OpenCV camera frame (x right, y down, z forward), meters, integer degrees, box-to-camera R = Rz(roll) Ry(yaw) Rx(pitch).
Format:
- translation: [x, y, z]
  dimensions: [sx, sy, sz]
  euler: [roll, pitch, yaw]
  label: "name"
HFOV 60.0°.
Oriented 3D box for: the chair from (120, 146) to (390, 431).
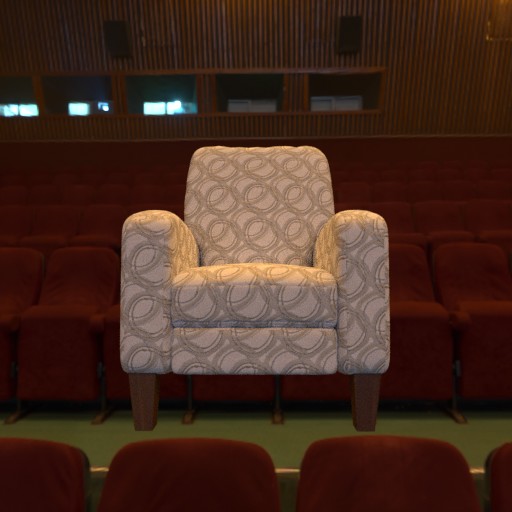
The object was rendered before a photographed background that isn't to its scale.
- translation: [0.000, 0.000, 1.782]
  dimensions: [0.796, 1.065, 0.995]
  euler: [0, -2, 0]
  label: "chair"
